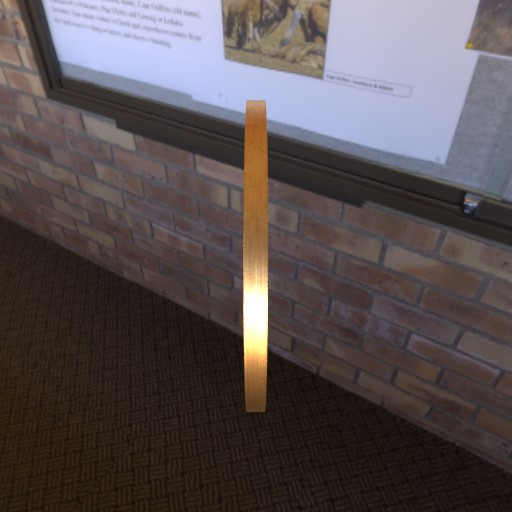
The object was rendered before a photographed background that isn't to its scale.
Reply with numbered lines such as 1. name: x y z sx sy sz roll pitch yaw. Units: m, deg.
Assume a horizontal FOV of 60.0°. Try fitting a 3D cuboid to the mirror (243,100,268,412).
1. mirror: 0.000 0.000 0.852 0.032 0.565 0.565 0 41 0
